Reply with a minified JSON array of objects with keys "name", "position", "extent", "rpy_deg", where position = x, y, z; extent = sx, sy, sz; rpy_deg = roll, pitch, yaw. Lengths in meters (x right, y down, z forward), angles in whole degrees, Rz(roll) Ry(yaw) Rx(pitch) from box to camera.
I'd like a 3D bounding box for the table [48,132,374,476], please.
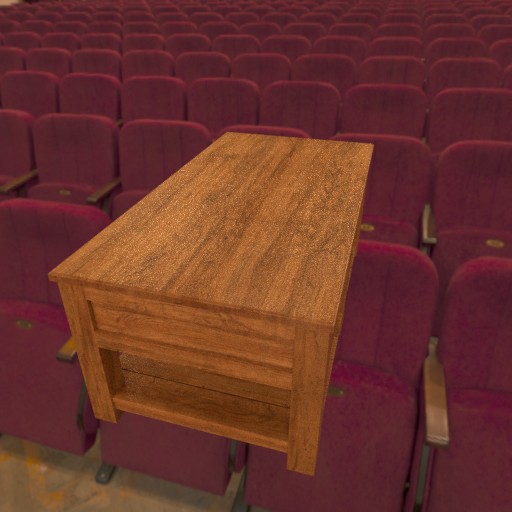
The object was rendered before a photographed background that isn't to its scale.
[{"name":"table","position":[0.000,0.000,1.480],"extent":[0.635,0.480,1.150],"rpy_deg":[9,32,14]}]
